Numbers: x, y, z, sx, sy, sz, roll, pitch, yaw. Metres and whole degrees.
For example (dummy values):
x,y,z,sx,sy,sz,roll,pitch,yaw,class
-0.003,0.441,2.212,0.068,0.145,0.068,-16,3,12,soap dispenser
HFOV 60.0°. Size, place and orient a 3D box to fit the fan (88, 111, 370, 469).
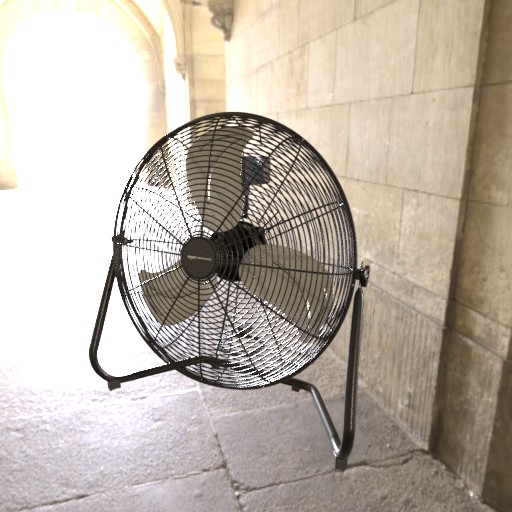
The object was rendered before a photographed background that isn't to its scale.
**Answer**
x,y,z,sx,sy,sz,roll,pitch,yaw,class
0.000,0.000,0.990,0.595,0.605,0.470,8,17,26,fan
